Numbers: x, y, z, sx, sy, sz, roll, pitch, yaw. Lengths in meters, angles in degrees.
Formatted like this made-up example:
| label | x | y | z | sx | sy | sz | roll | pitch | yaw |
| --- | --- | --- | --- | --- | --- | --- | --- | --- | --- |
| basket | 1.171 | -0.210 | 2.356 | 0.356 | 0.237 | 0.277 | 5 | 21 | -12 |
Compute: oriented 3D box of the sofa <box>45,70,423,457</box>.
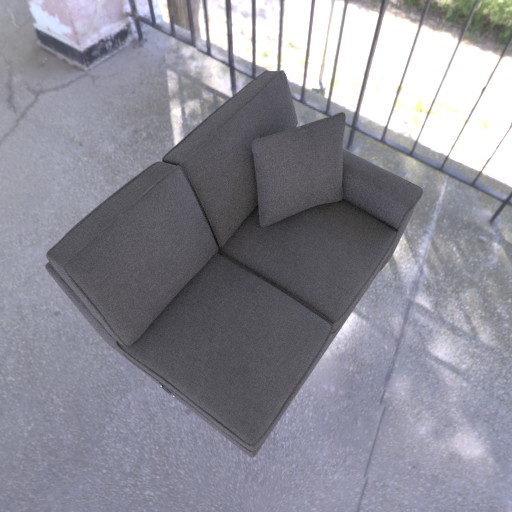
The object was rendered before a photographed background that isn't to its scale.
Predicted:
| label | x | y | z | sx | sy | sz | roll | pitch | yaw |
| --- | --- | --- | --- | --- | --- | --- | --- | --- | --- |
| sofa | 0.000 | 0.000 | 2.060 | 0.991 | 0.989 | 1.388 | 32 | 64 | 18 |
